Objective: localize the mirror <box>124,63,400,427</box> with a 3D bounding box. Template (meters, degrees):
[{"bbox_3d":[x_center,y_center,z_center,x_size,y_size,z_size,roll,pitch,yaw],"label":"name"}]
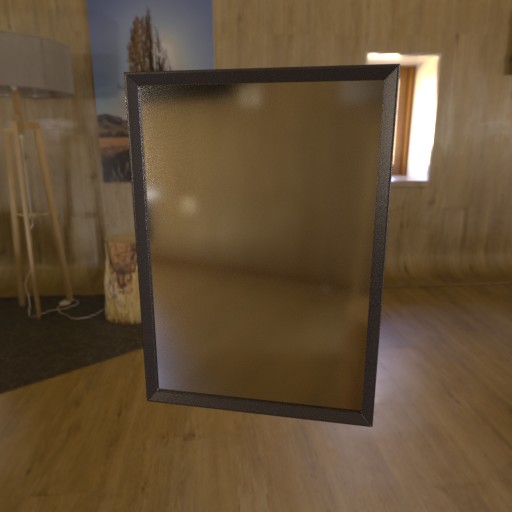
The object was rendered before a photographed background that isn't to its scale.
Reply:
[{"bbox_3d":[0.000,0.000,0.907,0.507,0.710,0.039,3,15,11],"label":"mirror"}]
